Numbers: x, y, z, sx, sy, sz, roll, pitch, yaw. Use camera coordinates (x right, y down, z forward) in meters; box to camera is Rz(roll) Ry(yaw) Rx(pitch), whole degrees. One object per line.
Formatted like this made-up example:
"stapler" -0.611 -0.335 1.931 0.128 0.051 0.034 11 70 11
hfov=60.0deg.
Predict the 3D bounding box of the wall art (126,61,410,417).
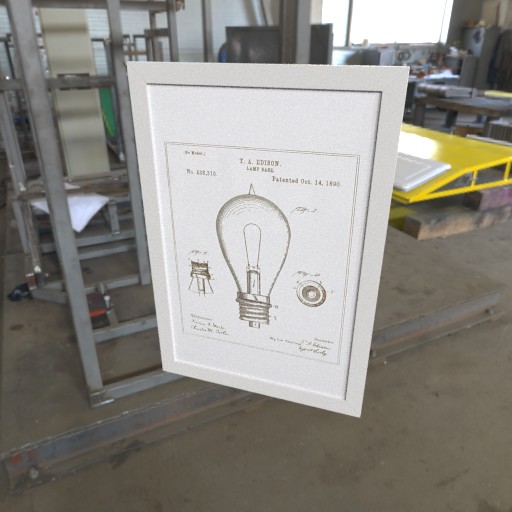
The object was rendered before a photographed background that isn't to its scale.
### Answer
"wall art" 0.000 0.000 0.595 0.325 0.474 0.010 8 28 16
